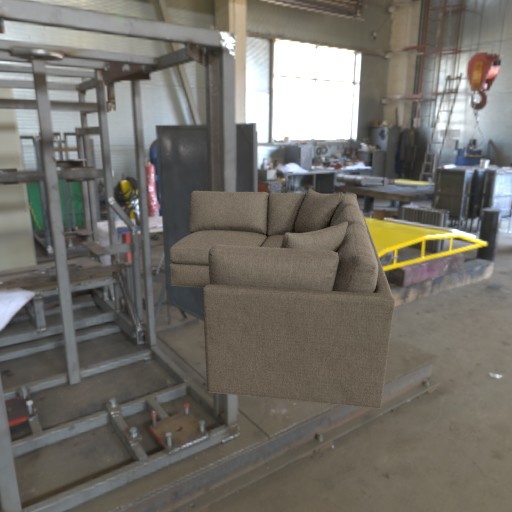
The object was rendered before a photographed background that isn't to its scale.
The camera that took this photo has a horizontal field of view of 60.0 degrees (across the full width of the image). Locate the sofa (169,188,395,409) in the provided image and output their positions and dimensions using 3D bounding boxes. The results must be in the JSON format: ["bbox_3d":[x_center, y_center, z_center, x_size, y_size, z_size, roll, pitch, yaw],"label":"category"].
[{"bbox_3d":[0.000,0.000,3.929,1.994,0.978,2.896,3,16,9],"label":"sofa"}]
